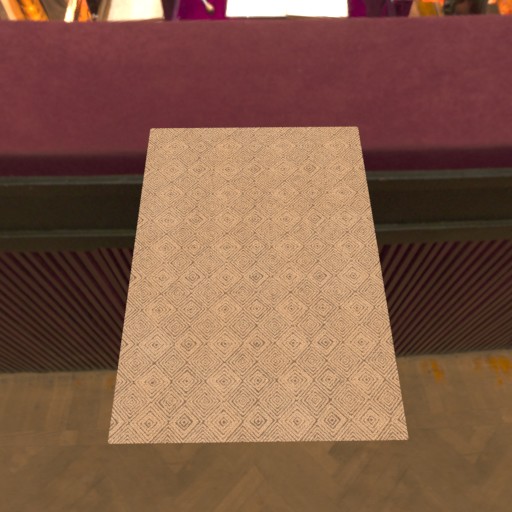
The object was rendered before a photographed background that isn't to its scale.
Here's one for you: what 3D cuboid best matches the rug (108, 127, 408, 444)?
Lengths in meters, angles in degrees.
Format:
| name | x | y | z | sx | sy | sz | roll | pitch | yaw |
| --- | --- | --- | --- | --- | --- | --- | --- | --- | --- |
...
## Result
| name | x | y | z | sx | sy | sz | roll | pitch | yaw |
| --- | --- | --- | --- | --- | --- | --- | --- | --- | --- |
| rug | 0.000 | 0.000 | 2.879 | 1.593 | 0.008 | 2.238 | -1 | 62 | 0 |
